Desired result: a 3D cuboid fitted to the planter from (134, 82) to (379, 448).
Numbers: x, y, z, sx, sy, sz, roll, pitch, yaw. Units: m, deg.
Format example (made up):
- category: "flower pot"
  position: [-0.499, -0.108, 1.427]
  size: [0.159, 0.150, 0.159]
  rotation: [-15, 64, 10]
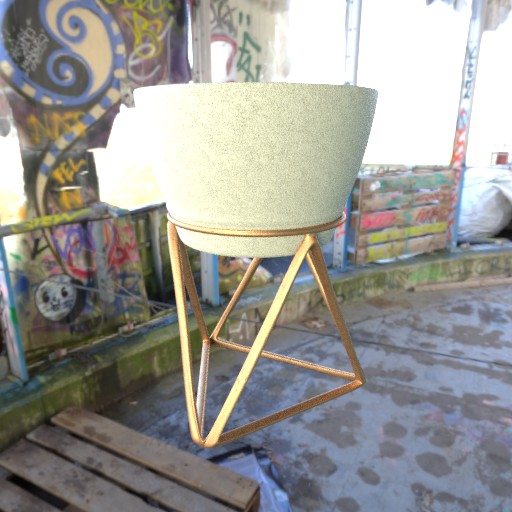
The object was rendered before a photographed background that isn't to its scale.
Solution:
- category: "planter"
  position: [0.000, 0.000, 0.725]
  size: [0.350, 0.504, 0.350]
  rotation: [9, 19, 26]
